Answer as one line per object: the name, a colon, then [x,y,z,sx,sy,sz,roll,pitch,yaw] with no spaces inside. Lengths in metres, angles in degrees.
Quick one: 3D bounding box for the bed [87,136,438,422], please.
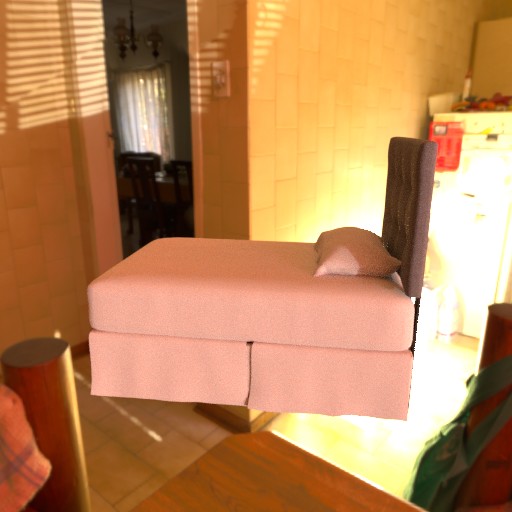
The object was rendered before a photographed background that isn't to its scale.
bed: [0.000,0.000,3.039,1.997,1.571,1.261,2,16,8]
